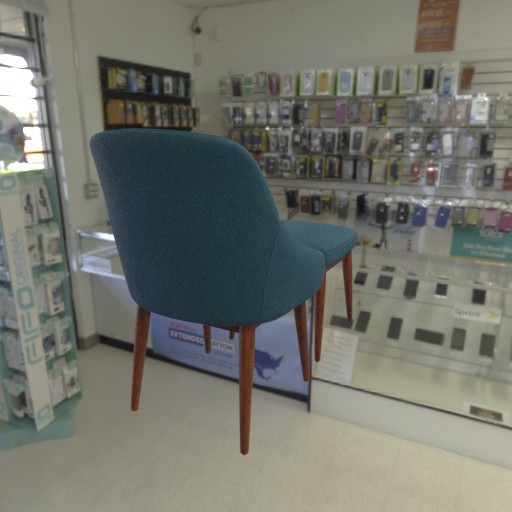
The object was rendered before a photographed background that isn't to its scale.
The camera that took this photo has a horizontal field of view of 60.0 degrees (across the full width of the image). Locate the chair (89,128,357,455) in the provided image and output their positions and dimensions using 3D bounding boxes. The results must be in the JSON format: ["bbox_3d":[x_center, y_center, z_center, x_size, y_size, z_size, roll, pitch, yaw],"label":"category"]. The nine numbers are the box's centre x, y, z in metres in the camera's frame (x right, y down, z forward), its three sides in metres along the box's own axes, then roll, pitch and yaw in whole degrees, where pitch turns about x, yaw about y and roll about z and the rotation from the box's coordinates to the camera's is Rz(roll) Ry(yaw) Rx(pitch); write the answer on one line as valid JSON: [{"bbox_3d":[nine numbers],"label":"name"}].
[{"bbox_3d":[0.000,0.000,1.567,0.584,0.866,1.114,9,18,28],"label":"chair"}]
